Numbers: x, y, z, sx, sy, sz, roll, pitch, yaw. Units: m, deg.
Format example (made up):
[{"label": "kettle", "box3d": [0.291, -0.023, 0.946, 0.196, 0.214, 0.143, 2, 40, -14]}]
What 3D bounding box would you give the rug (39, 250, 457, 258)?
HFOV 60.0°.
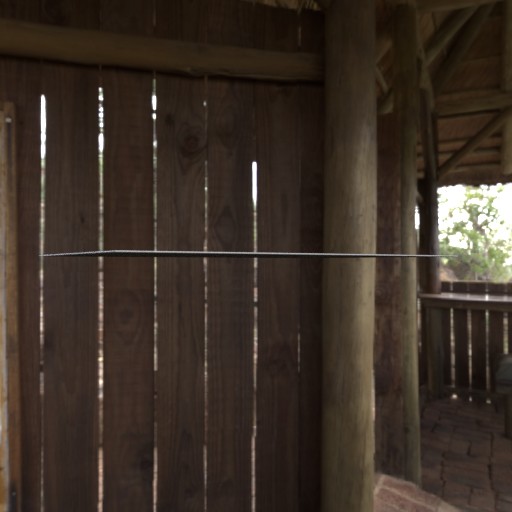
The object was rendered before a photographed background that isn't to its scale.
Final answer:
[{"label": "rug", "box3d": [0.000, 0.000, 3.025, 2.438, 0.008, 1.523, 1, -1, -36]}]
